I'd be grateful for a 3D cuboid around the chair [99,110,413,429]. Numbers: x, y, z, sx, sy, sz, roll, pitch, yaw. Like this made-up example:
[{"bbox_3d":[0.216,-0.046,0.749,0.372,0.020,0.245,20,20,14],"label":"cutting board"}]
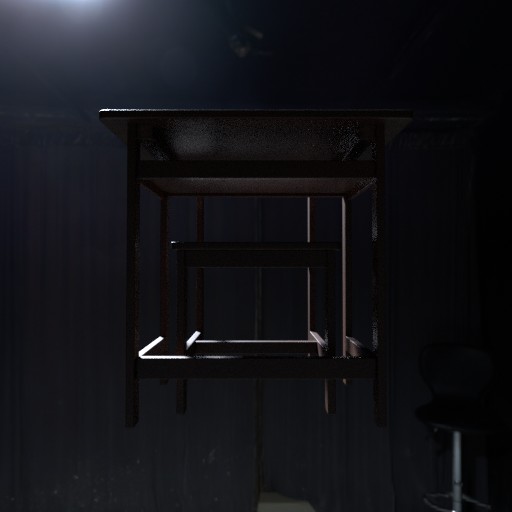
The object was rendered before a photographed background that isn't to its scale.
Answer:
[{"bbox_3d":[0.000,0.000,1.057,0.599,0.673,0.463,0,-1,0],"label":"chair"}]
